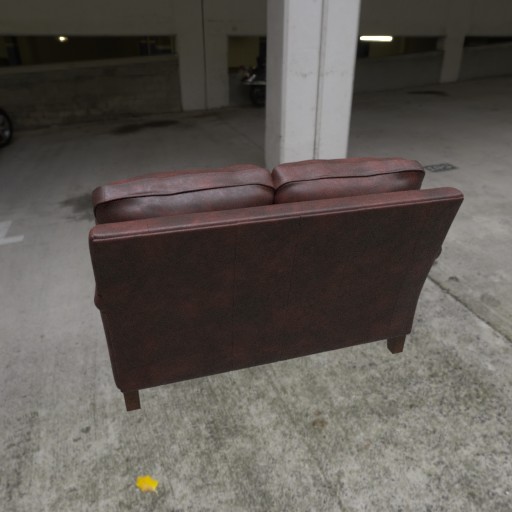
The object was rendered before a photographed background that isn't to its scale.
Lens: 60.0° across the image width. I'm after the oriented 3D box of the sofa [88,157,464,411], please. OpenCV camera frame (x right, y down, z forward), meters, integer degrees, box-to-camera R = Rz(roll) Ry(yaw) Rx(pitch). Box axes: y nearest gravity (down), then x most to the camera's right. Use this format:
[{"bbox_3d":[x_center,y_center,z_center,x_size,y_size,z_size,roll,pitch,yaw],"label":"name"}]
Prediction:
[{"bbox_3d":[0.000,0.000,2.346,1.628,1.070,1.148,-8,28,-15],"label":"sofa"}]
